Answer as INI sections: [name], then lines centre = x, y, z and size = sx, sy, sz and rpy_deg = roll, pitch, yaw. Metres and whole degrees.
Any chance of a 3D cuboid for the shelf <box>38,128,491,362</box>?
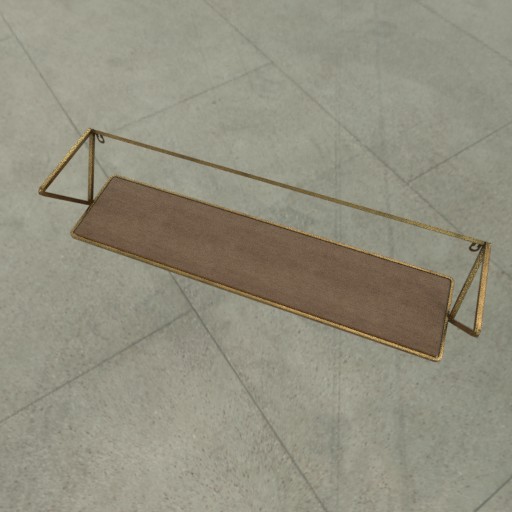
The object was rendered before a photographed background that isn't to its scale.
[shelf]
centre = 0.000, 0.000, 0.737
size = 0.645, 0.229, 0.150
rpy_deg = 18, 60, 11
